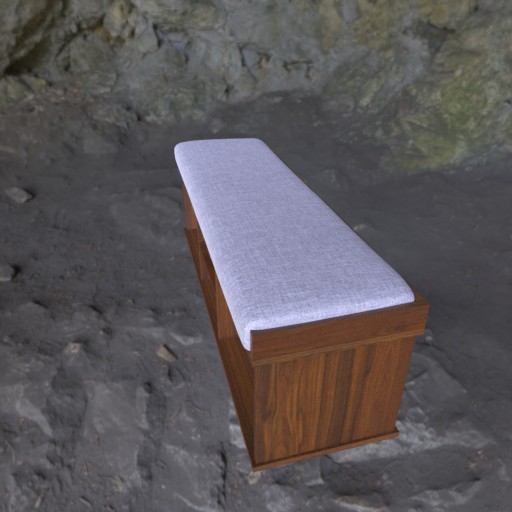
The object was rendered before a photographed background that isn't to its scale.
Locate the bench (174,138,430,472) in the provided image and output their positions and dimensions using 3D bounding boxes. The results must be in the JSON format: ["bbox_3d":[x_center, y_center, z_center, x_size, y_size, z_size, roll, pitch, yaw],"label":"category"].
[{"bbox_3d":[0.000,0.000,1.402,0.367,0.468,1.196,-8,31,-13],"label":"bench"}]
